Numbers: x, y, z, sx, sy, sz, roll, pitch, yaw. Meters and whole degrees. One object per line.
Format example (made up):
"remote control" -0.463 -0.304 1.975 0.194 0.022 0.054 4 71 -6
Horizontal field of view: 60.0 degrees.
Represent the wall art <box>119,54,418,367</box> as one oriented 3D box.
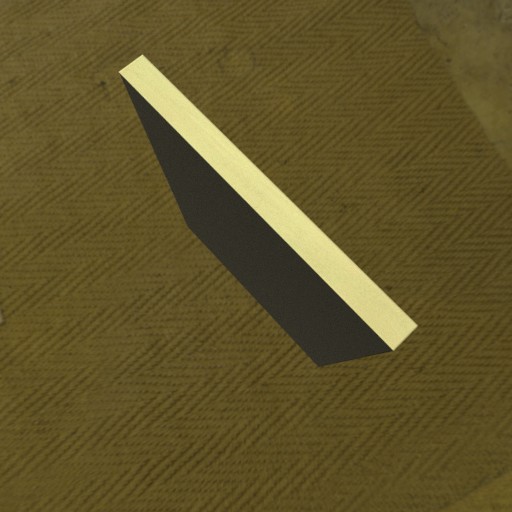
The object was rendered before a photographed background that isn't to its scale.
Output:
"wall art" 0.000 0.000 0.831 0.040 0.608 0.489 -42 78 -11
